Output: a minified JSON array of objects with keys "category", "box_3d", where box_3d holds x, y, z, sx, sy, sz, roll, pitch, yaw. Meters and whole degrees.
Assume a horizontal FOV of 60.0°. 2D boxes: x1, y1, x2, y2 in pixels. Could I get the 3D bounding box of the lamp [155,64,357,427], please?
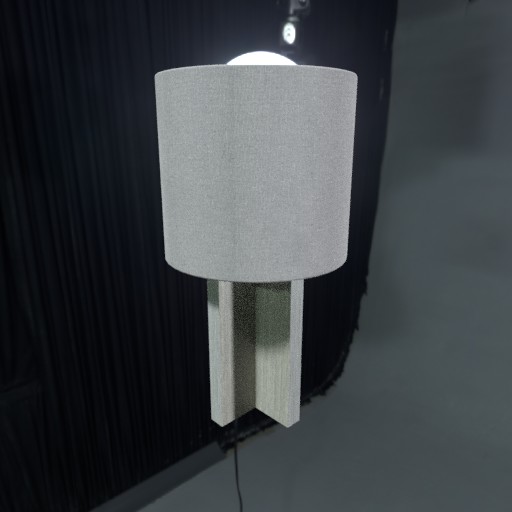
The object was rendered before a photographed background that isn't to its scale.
[{"category":"lamp","box_3d":[0.000,0.000,0.570,0.229,0.428,0.229,-15,22,-42]}]
